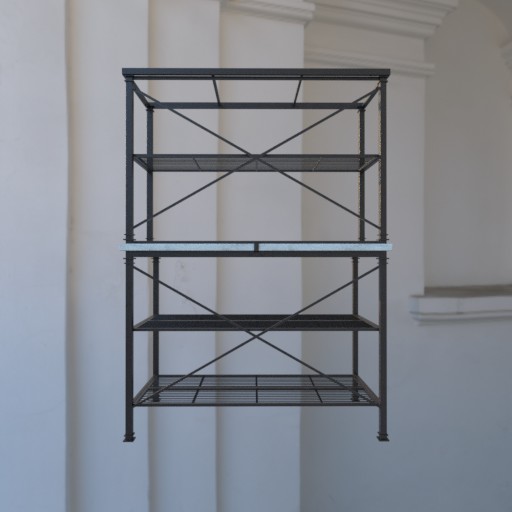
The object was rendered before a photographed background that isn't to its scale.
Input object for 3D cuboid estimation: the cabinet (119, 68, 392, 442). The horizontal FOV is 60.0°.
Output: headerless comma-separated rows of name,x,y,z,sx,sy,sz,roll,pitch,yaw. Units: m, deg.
cabinet,0.000,0.000,2.252,1.210,1.659,0.610,0,0,0
